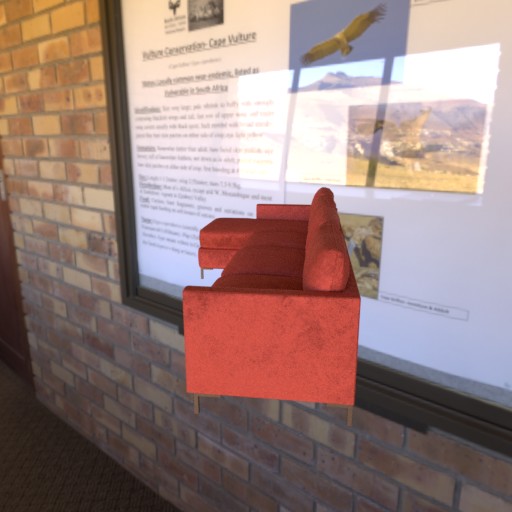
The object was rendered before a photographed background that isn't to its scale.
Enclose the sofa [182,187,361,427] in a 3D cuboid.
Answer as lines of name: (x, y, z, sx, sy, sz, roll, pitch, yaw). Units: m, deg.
sofa: (0.000, 0.000, 3.942, 1.500, 0.967, 3.400, 2, 14, 8)
